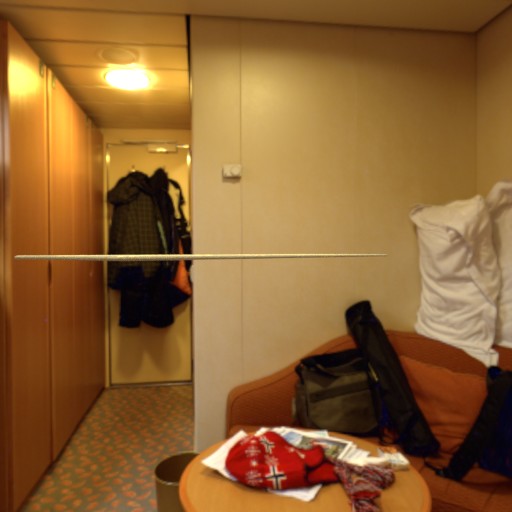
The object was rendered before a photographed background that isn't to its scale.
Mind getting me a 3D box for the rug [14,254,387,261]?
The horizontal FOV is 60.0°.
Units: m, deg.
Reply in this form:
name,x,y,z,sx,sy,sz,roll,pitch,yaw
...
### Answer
name,x,y,z,sx,sy,sz,roll,pitch,yaw
rug,0.000,0.000,2.444,0.678,0.014,2.276,0,1,36
